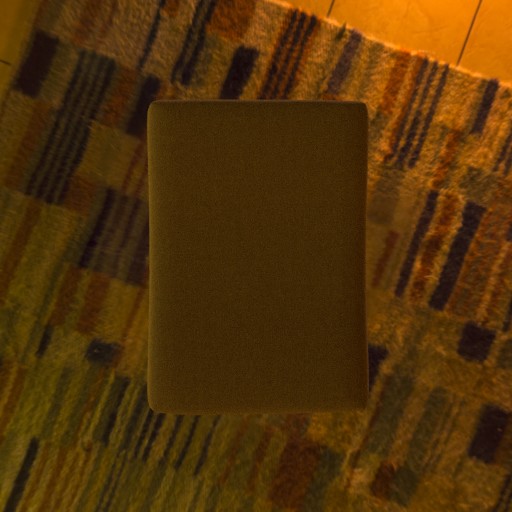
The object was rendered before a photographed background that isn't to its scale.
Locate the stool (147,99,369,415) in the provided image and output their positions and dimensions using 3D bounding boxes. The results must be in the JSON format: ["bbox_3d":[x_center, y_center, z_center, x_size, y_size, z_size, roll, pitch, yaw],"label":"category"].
[{"bbox_3d":[0.000,0.000,0.980,0.356,0.660,0.508,0,90,-1],"label":"stool"}]
